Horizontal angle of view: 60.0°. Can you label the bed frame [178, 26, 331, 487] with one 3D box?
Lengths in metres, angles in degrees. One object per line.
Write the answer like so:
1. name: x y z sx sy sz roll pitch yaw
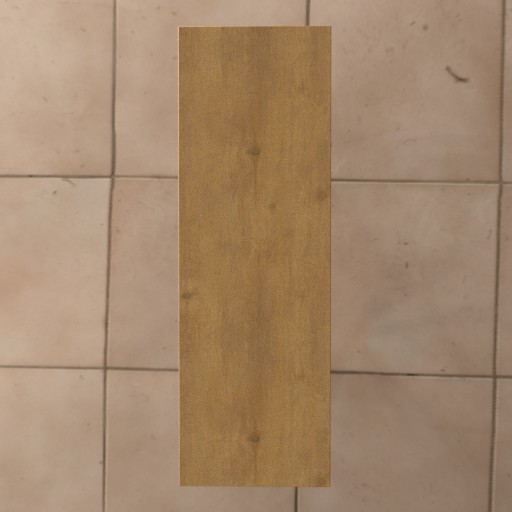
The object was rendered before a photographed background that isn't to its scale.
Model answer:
1. bed frame: 0.000 0.000 1.674 0.430 0.850 1.300 0 91 1
